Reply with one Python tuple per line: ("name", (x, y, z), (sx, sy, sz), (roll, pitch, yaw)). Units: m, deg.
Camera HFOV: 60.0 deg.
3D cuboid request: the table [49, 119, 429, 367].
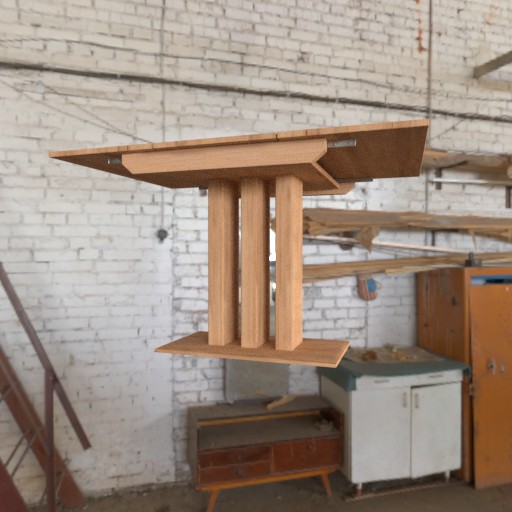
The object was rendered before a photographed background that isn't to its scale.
("table", (0.000, 0.000, 1.847), (1.300, 0.770, 0.900), (0, 1, 19))
